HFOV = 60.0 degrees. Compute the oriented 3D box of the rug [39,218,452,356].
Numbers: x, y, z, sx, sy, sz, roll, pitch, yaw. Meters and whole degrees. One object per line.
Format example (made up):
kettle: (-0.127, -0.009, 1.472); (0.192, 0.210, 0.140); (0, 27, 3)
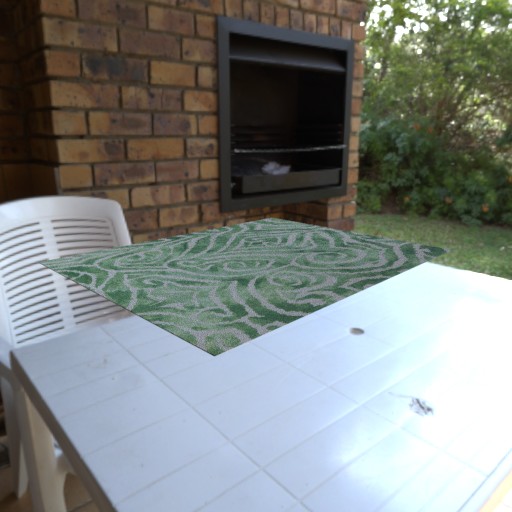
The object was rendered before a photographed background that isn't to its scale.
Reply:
rug: (0.000, 0.000, 4.155); (2.436, 0.007, 3.045); (15, 21, 43)
